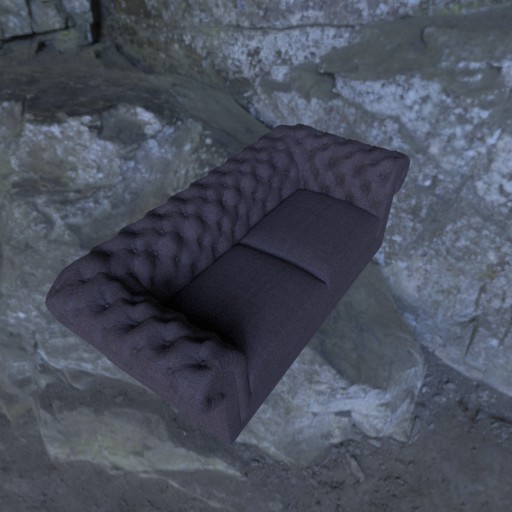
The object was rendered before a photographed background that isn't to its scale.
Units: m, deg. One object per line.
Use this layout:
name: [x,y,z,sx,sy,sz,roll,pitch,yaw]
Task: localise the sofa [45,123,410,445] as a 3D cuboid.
sofa: [0.000,0.000,2.509,0.944,0.780,2.048,25,47,25]
